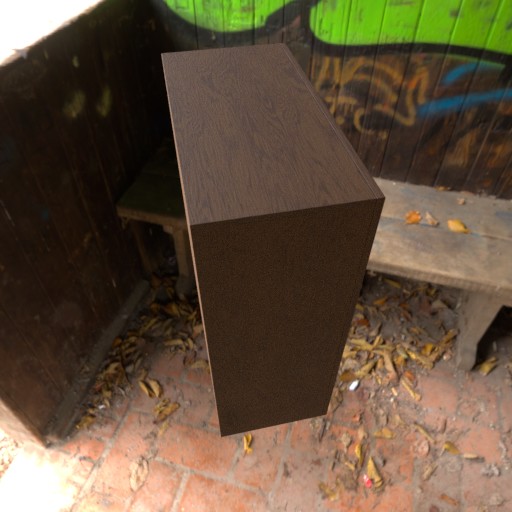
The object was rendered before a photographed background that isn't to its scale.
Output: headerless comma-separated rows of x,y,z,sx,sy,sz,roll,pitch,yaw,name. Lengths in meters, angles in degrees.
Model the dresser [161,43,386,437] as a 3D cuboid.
0.000,0.000,1.849,0.516,1.320,0.964,-9,47,-8,dresser
